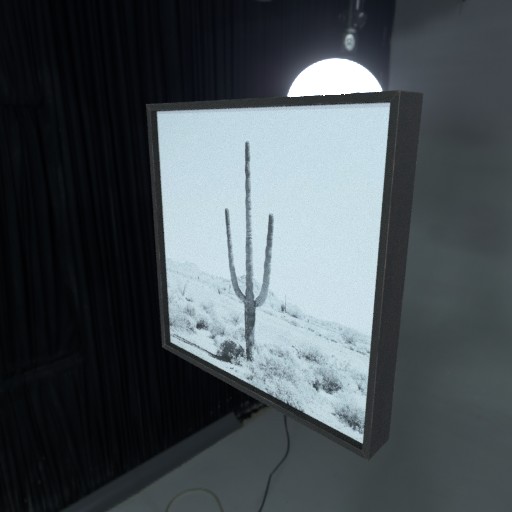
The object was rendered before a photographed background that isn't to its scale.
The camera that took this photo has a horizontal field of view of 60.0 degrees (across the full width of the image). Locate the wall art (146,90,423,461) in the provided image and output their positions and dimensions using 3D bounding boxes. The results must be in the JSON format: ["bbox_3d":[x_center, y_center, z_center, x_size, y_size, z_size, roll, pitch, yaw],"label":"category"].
[{"bbox_3d":[0.000,0.000,0.458,0.305,0.305,0.038,15,22,41],"label":"wall art"}]
